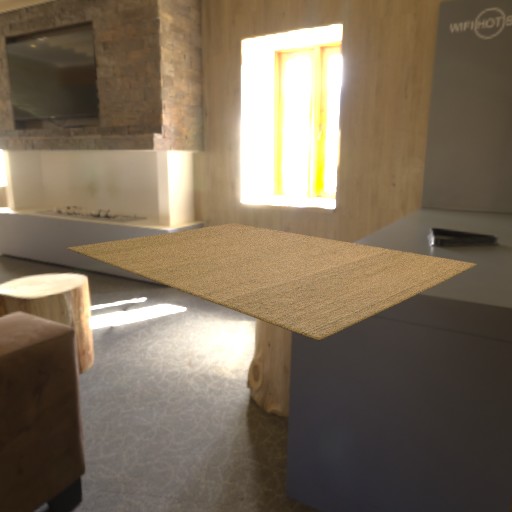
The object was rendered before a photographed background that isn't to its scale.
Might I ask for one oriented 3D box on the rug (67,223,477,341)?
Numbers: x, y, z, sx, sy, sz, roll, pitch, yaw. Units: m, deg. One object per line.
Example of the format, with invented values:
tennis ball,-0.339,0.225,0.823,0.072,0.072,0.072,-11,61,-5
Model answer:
rug,0.000,0.000,5.149,2.782,0.025,3.935,-13,18,-43
